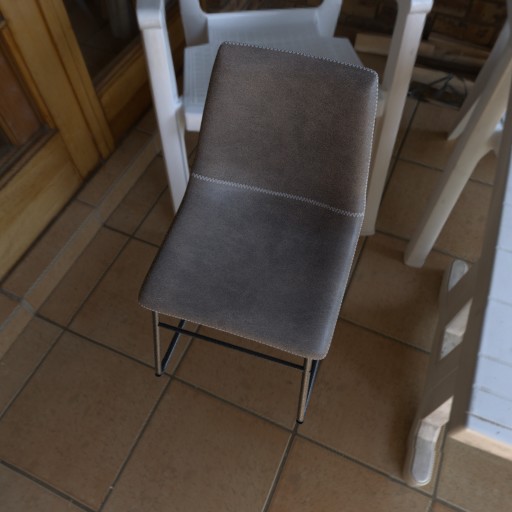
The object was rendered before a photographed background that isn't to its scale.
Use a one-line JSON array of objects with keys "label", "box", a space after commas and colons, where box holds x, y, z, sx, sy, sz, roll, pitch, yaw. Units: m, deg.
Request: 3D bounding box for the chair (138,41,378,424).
[{"label": "chair", "box": [0.000, 0.000, 1.107, 0.460, 0.780, 0.550, 15, 59, 9]}]
